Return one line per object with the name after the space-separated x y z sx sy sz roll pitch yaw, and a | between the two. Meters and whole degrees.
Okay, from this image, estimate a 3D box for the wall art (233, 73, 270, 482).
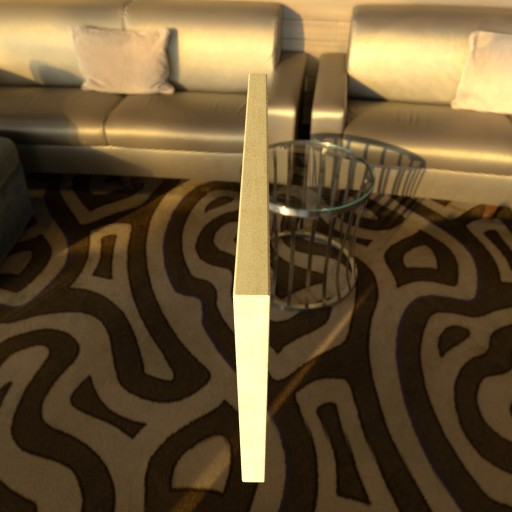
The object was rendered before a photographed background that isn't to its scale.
0.000 0.000 0.700 0.032 0.381 0.533 1 41 1 | wall art
